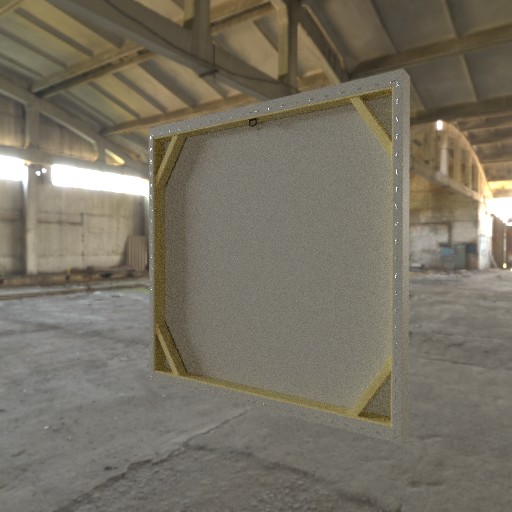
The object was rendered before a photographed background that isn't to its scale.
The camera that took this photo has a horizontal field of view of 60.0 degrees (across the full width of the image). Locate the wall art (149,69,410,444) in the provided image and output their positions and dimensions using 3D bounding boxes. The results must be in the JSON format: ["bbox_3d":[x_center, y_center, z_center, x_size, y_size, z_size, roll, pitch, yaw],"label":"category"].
[{"bbox_3d":[0.000,0.000,0.911,0.610,0.610,0.038,1,1,36],"label":"wall art"}]
